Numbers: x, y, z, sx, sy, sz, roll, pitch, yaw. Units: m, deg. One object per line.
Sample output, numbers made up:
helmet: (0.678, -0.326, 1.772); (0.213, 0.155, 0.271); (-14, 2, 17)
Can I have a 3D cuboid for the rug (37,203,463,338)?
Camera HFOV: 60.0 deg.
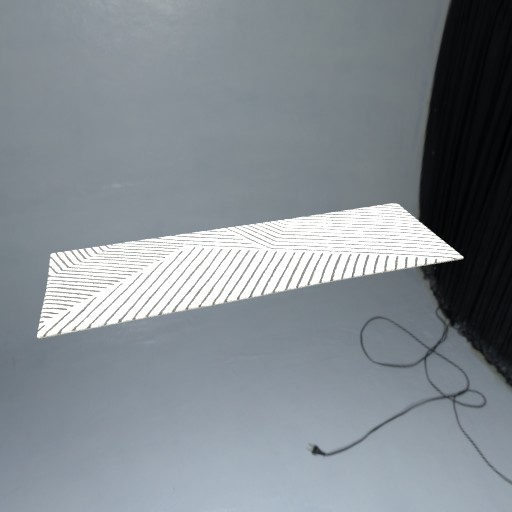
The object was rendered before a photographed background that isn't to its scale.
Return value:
rug: (0.000, 0.000, 2.739); (2.439, 0.020, 0.773); (-9, 35, -14)
